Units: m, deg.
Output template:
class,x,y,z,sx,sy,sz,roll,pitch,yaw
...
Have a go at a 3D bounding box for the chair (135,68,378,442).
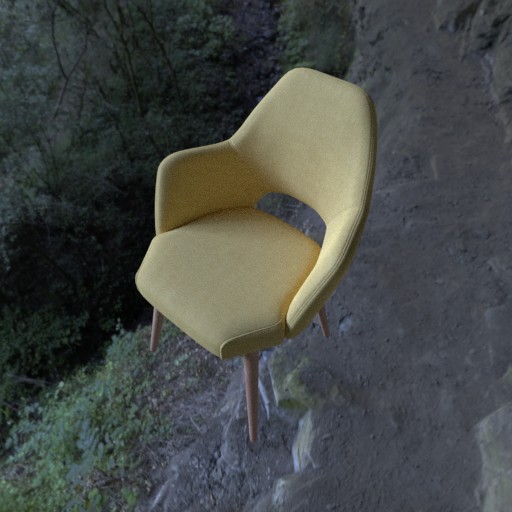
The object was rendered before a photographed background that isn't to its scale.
class,x,y,z,sx,sy,sz,roll,pitch,yaw
chair,0.000,0.000,1.254,0.590,0.840,0.610,33,55,27
